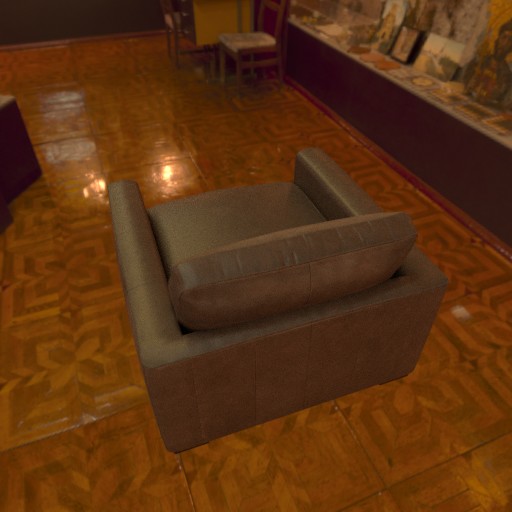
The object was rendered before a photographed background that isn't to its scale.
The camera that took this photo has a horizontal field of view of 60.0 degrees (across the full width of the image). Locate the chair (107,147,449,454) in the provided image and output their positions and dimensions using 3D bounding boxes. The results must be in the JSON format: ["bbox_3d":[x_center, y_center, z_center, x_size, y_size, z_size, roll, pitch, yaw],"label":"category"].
[{"bbox_3d":[0.000,0.000,1.856,1.100,0.812,1.069,-13,43,-15],"label":"chair"}]
